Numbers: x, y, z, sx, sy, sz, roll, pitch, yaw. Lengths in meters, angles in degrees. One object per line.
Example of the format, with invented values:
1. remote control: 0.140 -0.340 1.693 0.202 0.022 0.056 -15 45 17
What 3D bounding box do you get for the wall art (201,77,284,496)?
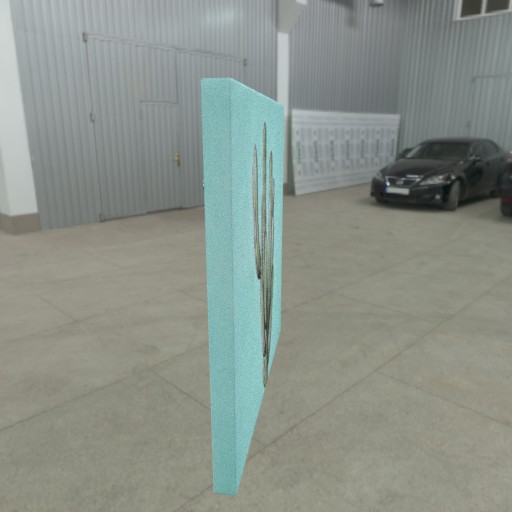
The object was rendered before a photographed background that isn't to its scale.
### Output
1. wall art: 0.000 0.000 1.128 0.054 0.766 0.765 3 16 9
